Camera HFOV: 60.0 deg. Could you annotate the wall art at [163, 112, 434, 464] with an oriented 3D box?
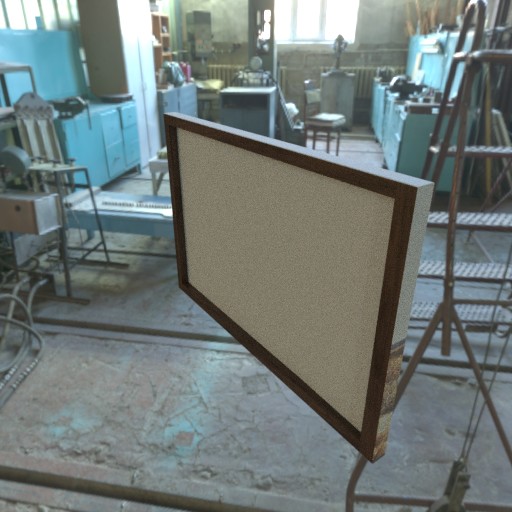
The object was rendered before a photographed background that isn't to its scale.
[{"bbox_3d":[0.000,0.000,1.438,0.051,0.761,1.138,-17,31,-31],"label":"wall art"}]
